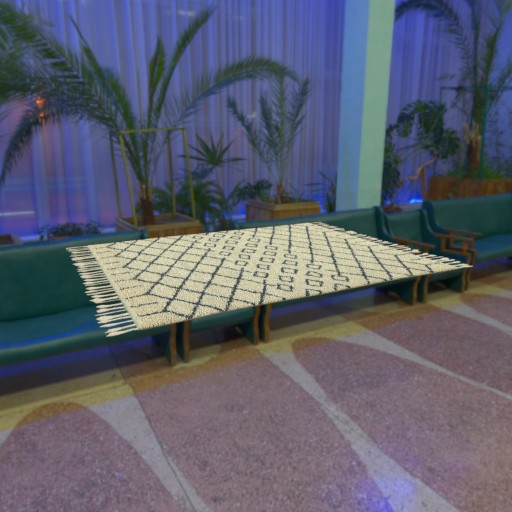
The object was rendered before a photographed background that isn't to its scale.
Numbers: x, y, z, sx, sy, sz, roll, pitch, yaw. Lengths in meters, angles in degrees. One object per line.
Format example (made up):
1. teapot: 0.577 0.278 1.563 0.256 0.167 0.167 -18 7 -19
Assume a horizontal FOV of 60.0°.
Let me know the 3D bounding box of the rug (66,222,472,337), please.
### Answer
1. rug: 0.000 0.000 4.293 3.213 0.030 2.388 -8 17 -26
